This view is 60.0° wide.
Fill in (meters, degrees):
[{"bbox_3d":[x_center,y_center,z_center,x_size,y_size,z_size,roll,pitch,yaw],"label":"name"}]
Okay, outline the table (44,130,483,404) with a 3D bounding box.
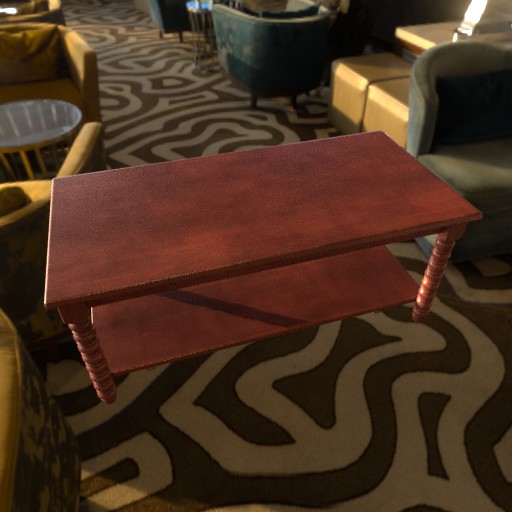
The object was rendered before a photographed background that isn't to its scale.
[{"bbox_3d":[0.000,0.000,1.481,1.171,0.485,0.580,-12,42,-13],"label":"table"}]
